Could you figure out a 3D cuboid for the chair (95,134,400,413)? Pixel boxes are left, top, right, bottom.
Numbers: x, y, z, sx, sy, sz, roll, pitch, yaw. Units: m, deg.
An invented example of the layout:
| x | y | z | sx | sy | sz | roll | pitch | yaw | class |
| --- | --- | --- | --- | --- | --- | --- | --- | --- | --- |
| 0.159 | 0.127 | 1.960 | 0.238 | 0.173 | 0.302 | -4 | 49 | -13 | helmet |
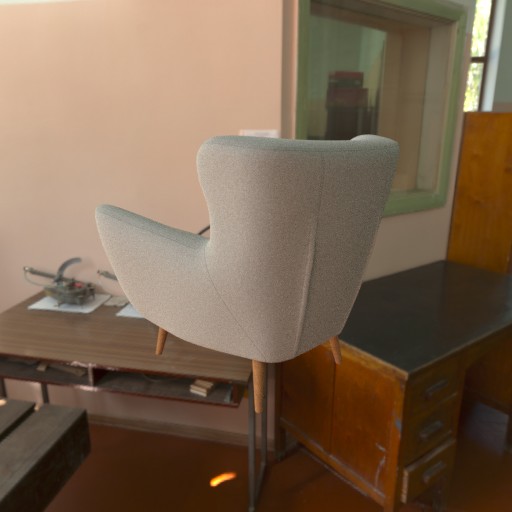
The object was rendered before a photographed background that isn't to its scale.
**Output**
| x | y | z | sx | sy | sz | roll | pitch | yaw | class |
| --- | --- | --- | --- | --- | --- | --- | --- | --- | --- |
| 0.000 | 0.000 | 1.685 | 0.890 | 0.889 | 0.889 | -15 | 21 | -43 | chair |
